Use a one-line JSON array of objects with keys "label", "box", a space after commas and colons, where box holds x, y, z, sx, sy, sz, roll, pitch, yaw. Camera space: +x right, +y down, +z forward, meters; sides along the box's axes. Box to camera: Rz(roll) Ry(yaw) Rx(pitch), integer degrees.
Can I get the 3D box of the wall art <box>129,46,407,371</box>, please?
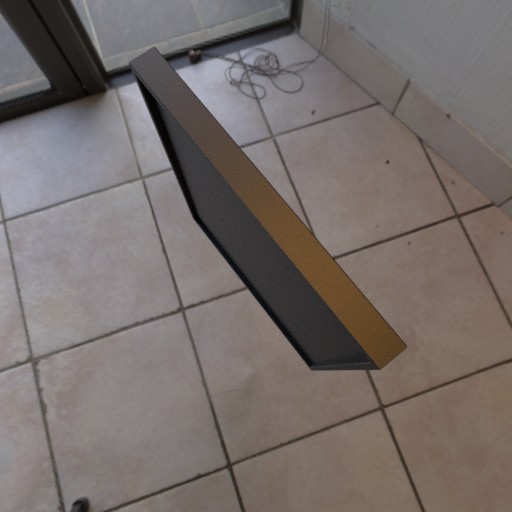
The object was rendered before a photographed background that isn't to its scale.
[{"label": "wall art", "box": [0.000, 0.000, 0.755, 0.039, 0.555, 0.449, -37, 78, -9]}]
